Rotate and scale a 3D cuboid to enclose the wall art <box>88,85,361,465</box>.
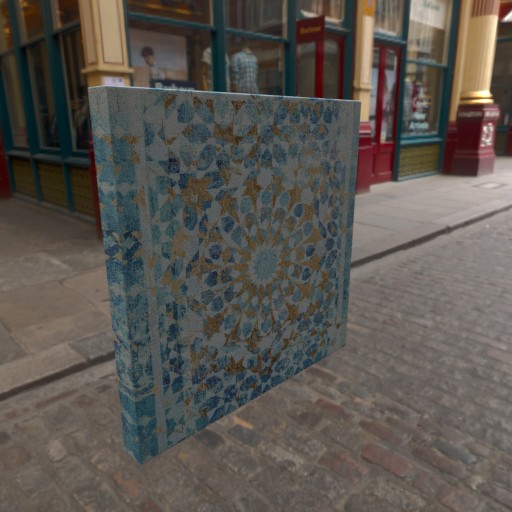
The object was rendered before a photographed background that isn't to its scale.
[{"bbox_3d":[0.000,0.000,0.595,0.405,0.405,0.037,-16,23,-42],"label":"wall art"}]
